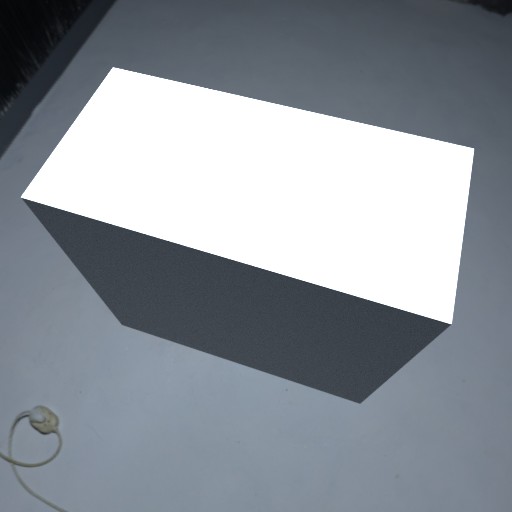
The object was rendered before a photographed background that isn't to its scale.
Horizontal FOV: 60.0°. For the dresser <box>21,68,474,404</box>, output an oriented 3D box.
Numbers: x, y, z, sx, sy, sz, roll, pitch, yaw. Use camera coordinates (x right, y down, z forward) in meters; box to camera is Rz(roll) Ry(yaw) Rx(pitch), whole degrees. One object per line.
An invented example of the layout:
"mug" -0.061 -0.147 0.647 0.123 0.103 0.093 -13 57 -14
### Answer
"dresser" 0.000 0.000 1.224 0.830 0.740 0.420 16 63 9
